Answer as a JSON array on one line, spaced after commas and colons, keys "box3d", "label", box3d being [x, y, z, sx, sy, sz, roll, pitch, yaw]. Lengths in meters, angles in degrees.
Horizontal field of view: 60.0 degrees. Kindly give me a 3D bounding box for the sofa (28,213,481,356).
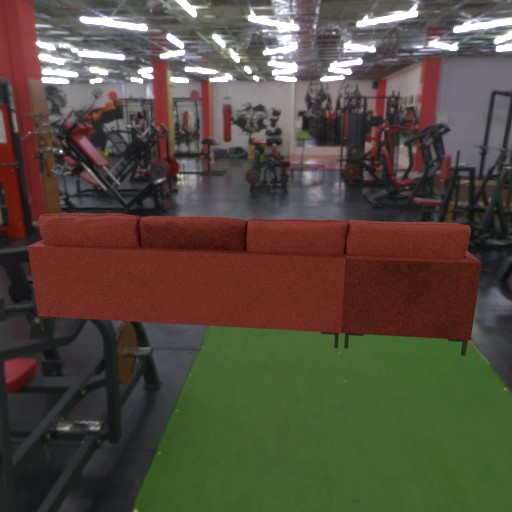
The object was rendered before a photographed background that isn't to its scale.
[{"box3d": [0.000, 0.000, 4.008, 3.400, 0.967, 1.500, 2, 17, 7], "label": "sofa"}]
